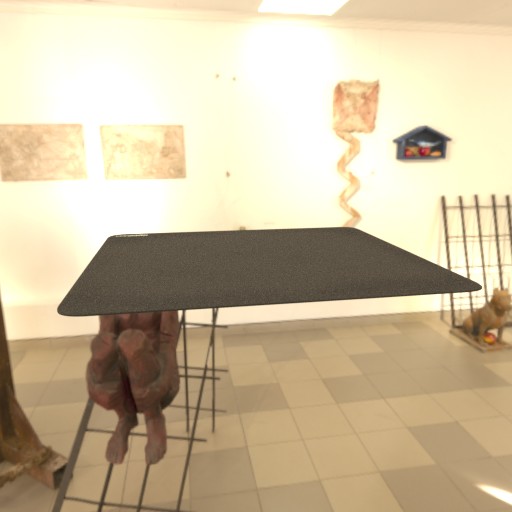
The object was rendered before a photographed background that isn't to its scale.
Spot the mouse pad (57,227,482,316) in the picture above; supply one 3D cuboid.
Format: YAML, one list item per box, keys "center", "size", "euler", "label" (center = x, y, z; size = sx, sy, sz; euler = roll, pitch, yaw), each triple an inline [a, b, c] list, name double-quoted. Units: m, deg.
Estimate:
- center: [0.000, 0.000, 0.629]
  size: [0.451, 0.002, 0.393]
  euler: [-2, 14, -10]
  label: "mouse pad"
